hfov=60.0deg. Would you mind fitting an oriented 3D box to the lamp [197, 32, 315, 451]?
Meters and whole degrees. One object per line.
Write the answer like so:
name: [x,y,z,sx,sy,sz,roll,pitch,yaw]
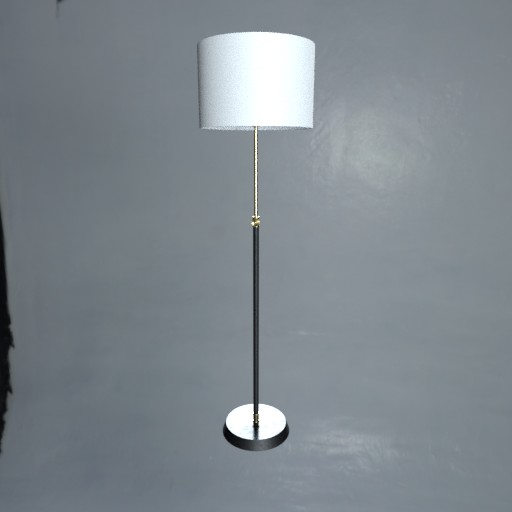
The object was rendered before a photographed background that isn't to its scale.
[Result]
lamp: [0.000,0.000,1.705,0.404,1.517,0.404,2,14,9]
